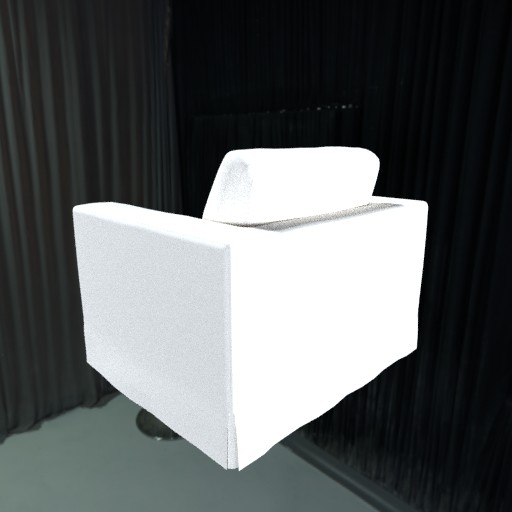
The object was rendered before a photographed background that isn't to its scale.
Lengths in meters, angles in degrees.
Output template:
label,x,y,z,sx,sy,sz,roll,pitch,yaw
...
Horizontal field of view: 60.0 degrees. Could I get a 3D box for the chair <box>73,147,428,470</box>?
label,x,y,z,sx,sy,sz,roll,pitch,yaw
chair,0.000,0.000,1.832,1.150,0.878,0.957,-14,20,-43
